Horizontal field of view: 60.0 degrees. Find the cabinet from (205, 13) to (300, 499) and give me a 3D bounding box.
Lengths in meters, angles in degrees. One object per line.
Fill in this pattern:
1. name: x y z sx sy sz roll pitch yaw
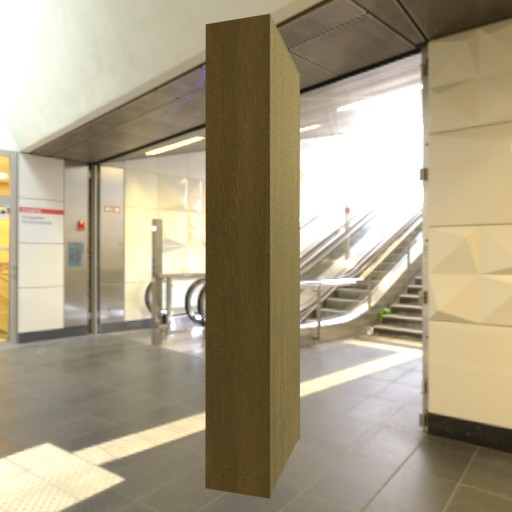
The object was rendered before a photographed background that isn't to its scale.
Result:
1. cabinet: 0.000 0.000 1.774 0.255 1.630 0.520 0 0 17
